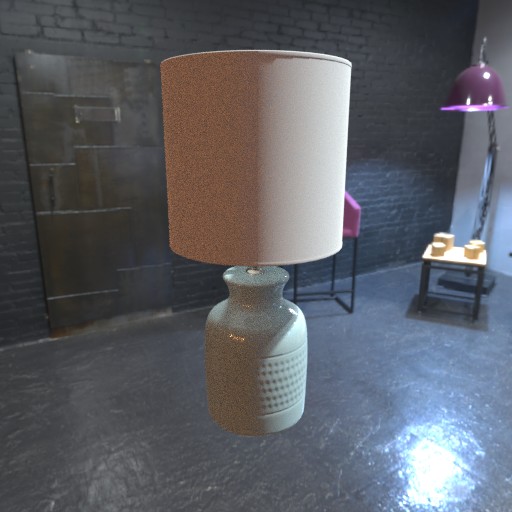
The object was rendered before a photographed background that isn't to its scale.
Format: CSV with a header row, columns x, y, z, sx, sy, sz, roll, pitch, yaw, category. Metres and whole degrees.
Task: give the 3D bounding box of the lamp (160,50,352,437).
x,y,z,sx,sy,sz,roll,pitch,yaw,category
0.000,0.000,1.102,0.418,0.871,0.418,-8,17,-27,lamp
